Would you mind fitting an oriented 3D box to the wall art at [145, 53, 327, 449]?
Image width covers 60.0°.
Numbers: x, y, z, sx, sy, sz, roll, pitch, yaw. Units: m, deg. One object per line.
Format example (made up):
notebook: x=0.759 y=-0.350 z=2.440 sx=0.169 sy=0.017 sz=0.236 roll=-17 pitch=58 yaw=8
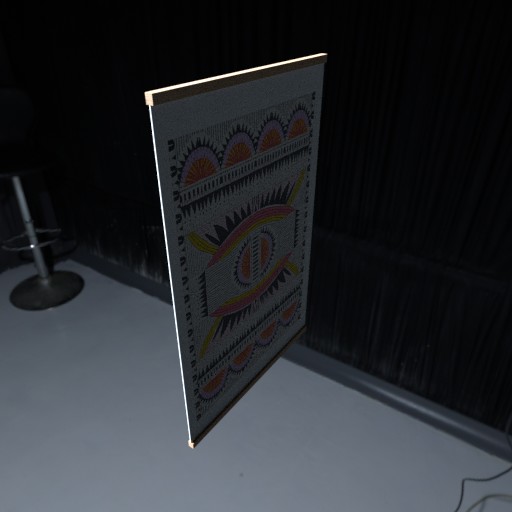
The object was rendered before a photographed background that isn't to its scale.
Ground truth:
wall art: x=0.000 y=0.000 z=1.950 sx=0.028 sy=1.533 sz=0.999 roll=21 pitch=37 yaw=30
